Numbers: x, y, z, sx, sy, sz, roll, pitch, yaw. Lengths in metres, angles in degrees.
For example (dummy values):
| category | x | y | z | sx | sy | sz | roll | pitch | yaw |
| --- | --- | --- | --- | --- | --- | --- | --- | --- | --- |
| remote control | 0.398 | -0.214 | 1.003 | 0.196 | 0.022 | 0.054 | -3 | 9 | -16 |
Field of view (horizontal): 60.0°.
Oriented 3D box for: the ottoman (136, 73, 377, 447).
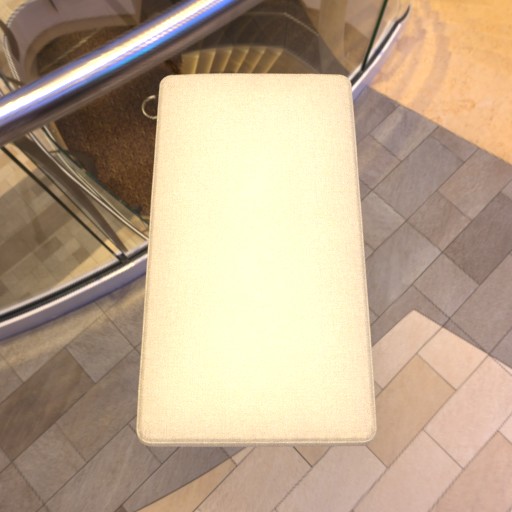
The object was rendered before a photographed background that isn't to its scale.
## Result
| category | x | y | z | sx | sy | sz | roll | pitch | yaw |
| --- | --- | --- | --- | --- | --- | --- | --- | --- | --- |
| ottoman | 0.000 | 0.000 | 1.416 | 0.617 | 0.461 | 1.097 | 0 | 74 | 0 |
